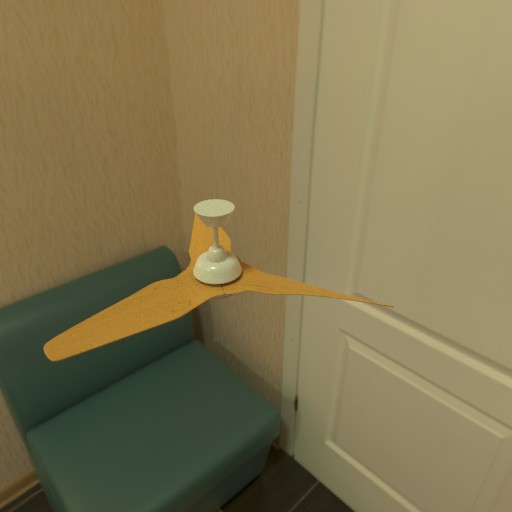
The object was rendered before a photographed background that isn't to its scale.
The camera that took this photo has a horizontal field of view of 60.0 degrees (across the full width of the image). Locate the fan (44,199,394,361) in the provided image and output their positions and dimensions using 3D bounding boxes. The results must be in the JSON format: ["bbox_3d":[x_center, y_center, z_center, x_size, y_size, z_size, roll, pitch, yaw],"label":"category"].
[{"bbox_3d":[0.000,0.000,1.622,1.010,0.355,1.142,9,32,14],"label":"fan"}]
